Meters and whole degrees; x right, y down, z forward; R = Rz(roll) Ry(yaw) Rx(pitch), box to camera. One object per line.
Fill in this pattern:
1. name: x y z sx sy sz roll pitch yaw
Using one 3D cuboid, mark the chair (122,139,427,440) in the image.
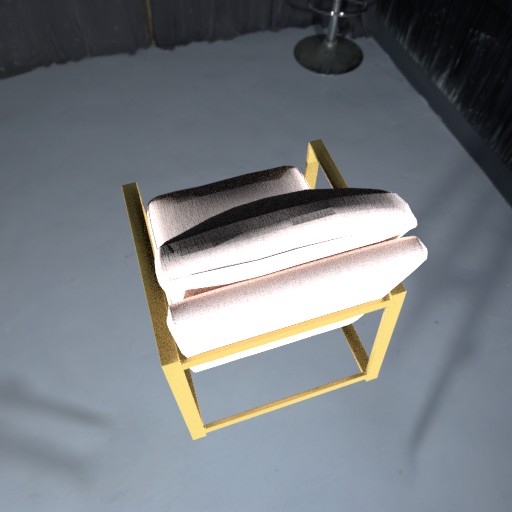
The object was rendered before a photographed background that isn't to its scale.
1. chair: 0.000 0.000 1.522 0.758 0.956 0.813 -15 58 -10
